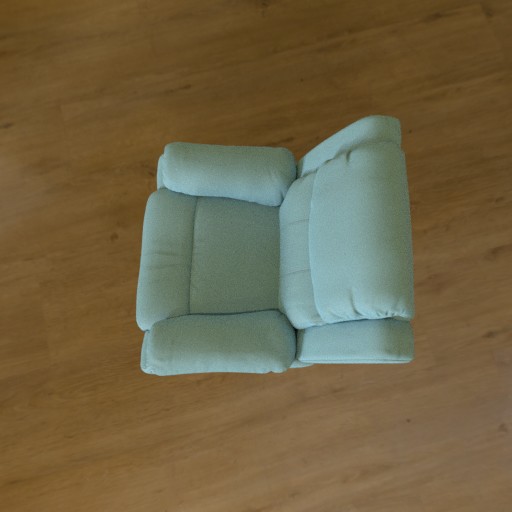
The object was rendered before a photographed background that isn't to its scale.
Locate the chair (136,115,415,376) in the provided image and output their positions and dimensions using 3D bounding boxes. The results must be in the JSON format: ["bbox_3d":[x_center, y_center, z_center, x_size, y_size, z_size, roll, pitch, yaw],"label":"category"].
[{"bbox_3d":[0.000,0.000,1.281,0.709,0.702,0.680,1,76,0],"label":"chair"}]
